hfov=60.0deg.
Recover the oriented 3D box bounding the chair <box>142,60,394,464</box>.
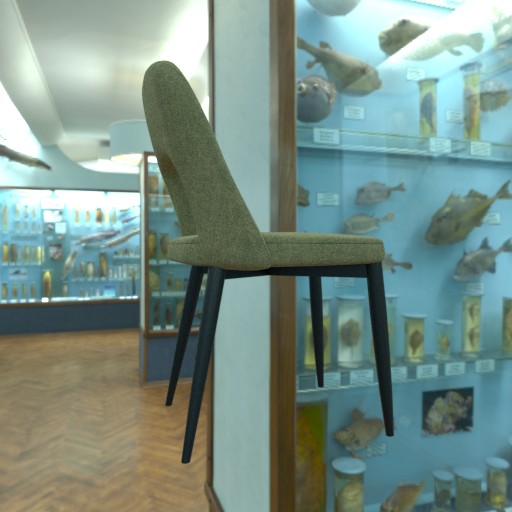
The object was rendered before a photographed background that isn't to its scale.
[{"bbox_3d":[0.000,0.000,1.239,0.612,0.931,0.470,0,1,-17],"label":"chair"}]
